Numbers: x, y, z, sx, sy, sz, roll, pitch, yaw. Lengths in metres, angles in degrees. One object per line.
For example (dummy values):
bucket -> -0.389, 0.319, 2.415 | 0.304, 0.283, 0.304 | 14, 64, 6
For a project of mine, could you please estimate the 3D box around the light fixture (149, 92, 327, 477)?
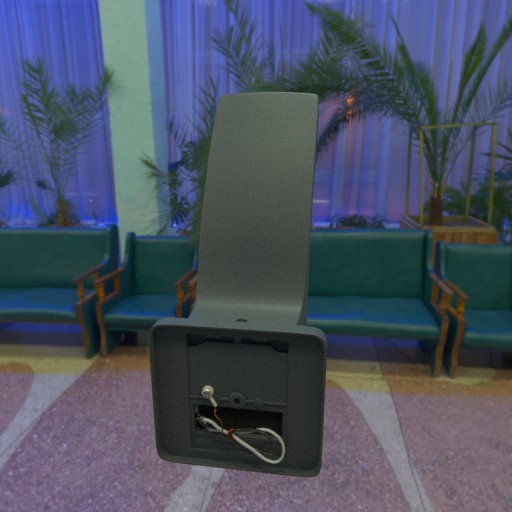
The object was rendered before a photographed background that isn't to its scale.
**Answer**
light fixture -> 0.000, 0.000, 0.333 | 0.108, 0.243, 0.174 | 2, 16, 8
